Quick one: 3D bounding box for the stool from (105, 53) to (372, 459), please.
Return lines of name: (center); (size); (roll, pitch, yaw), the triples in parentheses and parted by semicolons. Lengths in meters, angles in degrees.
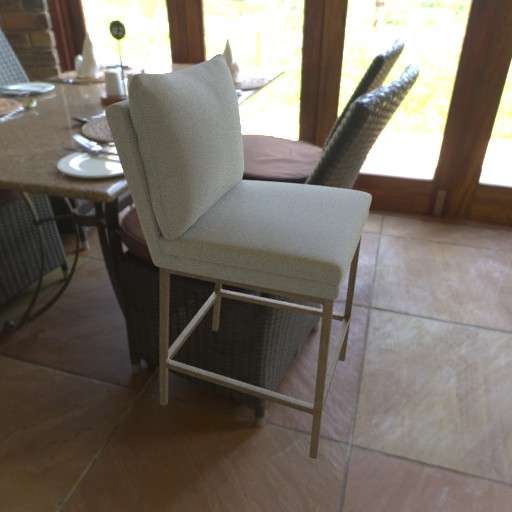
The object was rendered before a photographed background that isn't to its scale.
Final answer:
stool: (0.000, 0.000, 1.292); (0.572, 1.032, 0.463); (11, 32, 18)
